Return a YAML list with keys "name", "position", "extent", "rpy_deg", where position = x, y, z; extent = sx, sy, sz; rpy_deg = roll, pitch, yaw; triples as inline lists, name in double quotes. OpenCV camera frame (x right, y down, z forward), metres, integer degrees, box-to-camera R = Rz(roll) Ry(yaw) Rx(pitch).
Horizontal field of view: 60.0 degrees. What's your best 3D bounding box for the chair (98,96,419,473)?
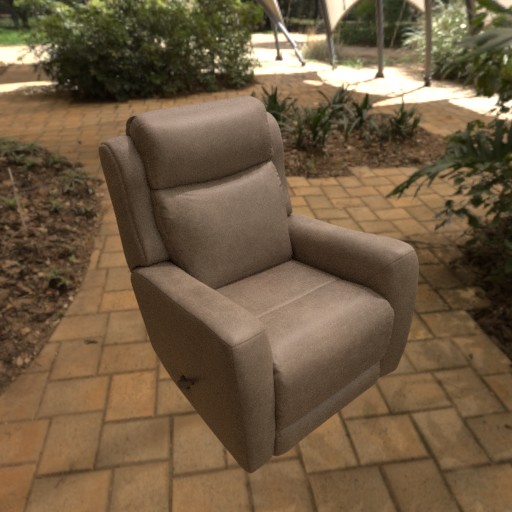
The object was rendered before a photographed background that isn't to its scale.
- name: "chair"
  position: [0.000, 0.000, 1.900]
  extent: [0.967, 1.116, 1.068]
  rpy_deg: [-22, 37, -31]
